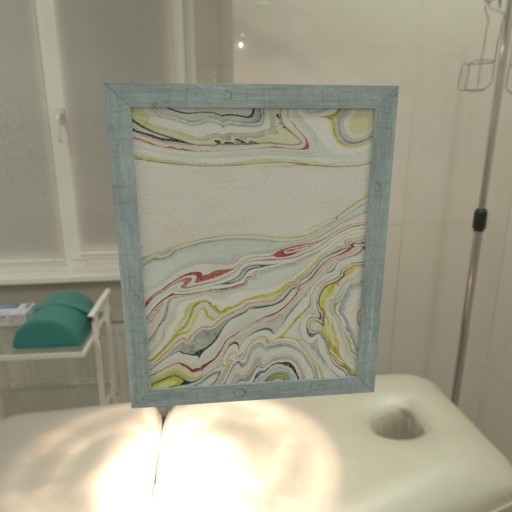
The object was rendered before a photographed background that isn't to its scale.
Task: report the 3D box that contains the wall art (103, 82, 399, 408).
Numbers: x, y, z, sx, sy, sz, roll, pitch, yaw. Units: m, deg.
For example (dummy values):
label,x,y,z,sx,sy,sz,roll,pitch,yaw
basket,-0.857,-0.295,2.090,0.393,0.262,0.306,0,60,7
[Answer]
label,x,y,z,sx,sy,sz,roll,pitch,yaw
wall art,0.000,0.000,0.803,0.479,0.582,0.022,-2,16,-6
